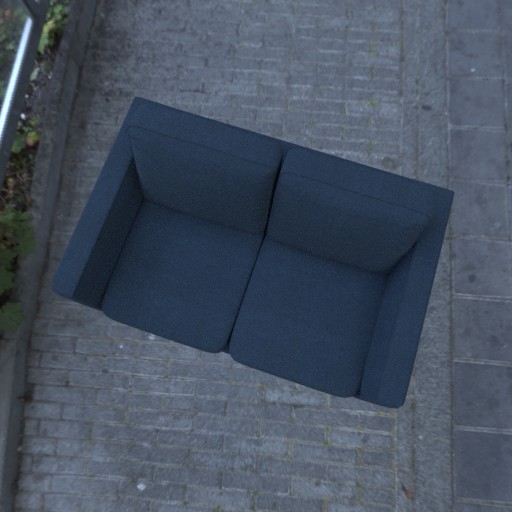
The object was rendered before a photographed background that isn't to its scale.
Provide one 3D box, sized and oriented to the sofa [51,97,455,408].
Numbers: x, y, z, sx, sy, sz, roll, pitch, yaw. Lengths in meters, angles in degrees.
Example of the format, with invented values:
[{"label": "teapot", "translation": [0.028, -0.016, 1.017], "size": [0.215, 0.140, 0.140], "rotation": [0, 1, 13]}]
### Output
[{"label": "sofa", "translation": [0.000, 0.000, 2.122], "size": [1.518, 0.930, 0.999], "rotation": [18, 77, 4]}]
